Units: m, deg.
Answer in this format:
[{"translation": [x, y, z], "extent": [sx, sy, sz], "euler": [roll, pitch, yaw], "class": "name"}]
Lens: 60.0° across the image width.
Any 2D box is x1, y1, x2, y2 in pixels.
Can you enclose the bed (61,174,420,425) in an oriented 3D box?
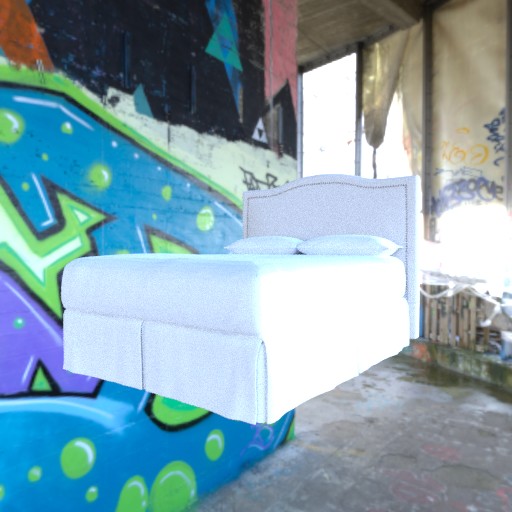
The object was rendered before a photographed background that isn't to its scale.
[{"translation": [0.000, 0.000, 3.241], "extent": [1.753, 1.460, 2.143], "euler": [1, 1, 36], "class": "bed"}]
